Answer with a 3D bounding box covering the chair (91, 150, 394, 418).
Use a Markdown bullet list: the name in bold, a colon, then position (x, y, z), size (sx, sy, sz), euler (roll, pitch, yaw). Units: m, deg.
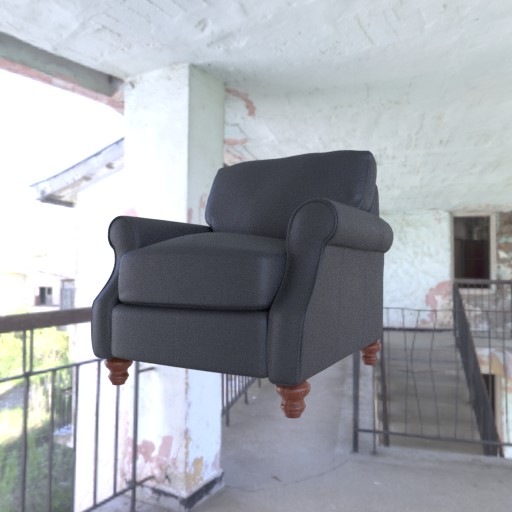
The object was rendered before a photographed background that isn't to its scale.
- **chair**: position (0.000, 0.000, 1.823), size (1.015, 0.960, 1.027), euler (-1, -2, 35)
